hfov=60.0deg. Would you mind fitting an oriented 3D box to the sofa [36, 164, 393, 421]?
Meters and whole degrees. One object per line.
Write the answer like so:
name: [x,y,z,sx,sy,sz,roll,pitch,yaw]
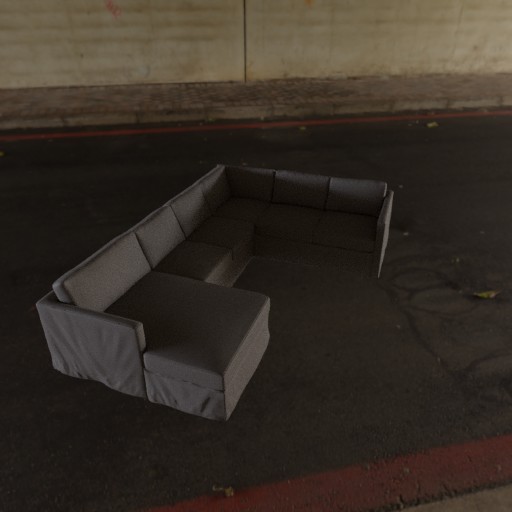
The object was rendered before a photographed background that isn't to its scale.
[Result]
sofa: [0.000,0.000,4.645,2.476,0.878,3.528,10,31,17]
